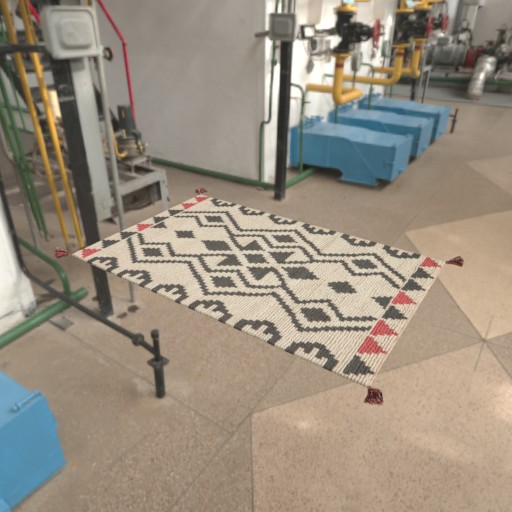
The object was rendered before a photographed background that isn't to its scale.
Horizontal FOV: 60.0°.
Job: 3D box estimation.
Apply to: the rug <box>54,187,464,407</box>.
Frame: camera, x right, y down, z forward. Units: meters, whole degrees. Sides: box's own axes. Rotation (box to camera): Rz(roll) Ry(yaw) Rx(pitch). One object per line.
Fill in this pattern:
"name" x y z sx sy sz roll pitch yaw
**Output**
"rug" 0.000 0.000 3.385 2.672 0.066 1.741 19 34 30
